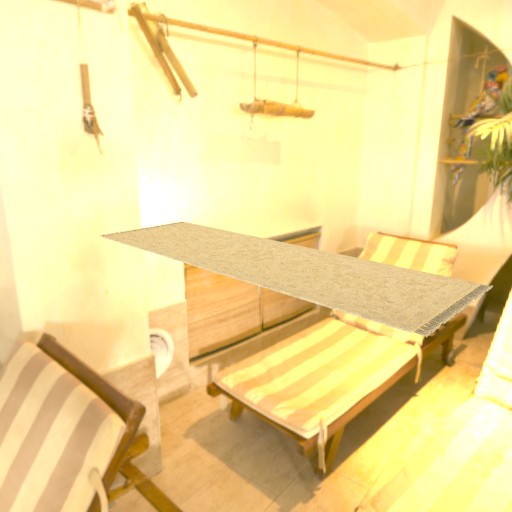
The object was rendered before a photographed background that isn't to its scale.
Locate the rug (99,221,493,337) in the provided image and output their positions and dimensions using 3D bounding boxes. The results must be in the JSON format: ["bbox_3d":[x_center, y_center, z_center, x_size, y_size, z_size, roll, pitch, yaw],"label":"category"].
[{"bbox_3d":[0.000,0.000,2.806,2.544,0.015,0.795,14,21,42],"label":"rug"}]
